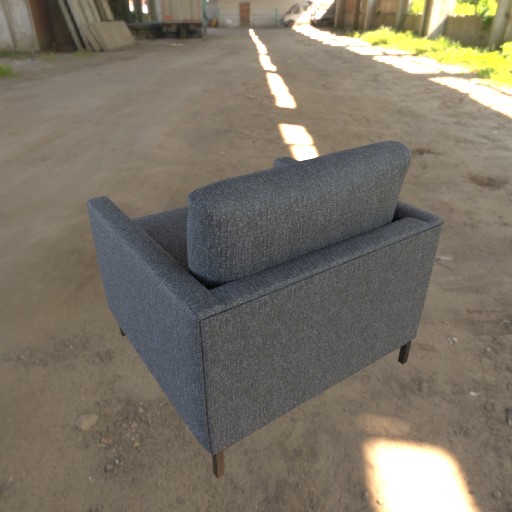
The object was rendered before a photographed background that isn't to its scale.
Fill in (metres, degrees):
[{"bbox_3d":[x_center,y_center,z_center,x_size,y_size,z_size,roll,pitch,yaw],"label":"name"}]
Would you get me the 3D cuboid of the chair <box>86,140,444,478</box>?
[{"bbox_3d":[0.000,0.000,1.630,0.963,0.861,0.866,-19,35,-30],"label":"chair"}]
